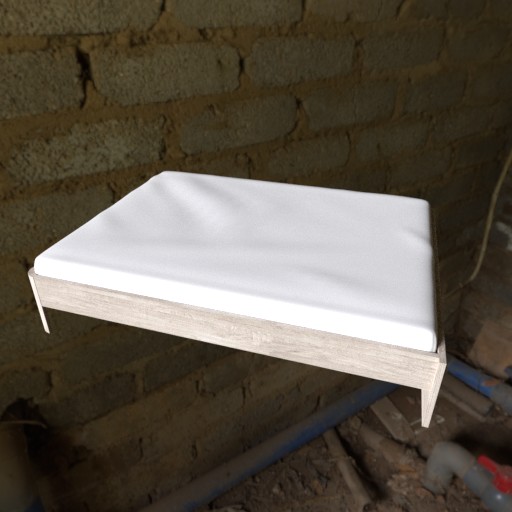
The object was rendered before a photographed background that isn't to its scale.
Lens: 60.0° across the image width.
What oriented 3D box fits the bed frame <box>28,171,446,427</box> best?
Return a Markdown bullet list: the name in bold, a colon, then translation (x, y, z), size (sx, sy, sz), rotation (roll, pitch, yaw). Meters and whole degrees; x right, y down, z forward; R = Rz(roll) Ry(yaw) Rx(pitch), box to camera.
- **bed frame**: translation (0.000, 0.000, 2.568), size (1.950, 0.462, 1.490), rotation (9, 31, 15)
